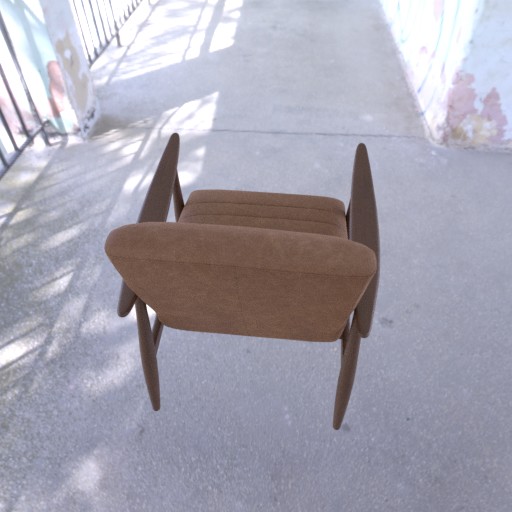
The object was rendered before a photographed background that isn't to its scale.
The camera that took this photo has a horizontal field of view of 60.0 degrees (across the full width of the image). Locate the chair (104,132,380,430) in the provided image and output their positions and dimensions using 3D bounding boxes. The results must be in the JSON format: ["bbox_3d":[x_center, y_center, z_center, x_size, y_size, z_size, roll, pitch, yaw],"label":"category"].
[{"bbox_3d":[0.000,0.000,1.435,0.741,0.832,0.798,4,47,4],"label":"chair"}]
